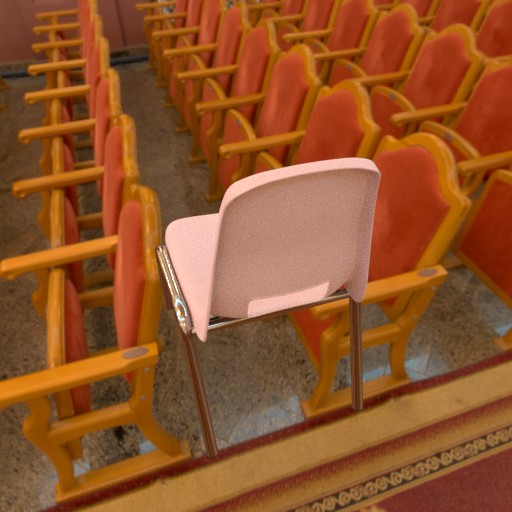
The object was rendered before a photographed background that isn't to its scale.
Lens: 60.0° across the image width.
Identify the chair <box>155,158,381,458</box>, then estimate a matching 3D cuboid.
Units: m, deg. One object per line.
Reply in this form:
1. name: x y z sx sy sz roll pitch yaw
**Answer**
1. chair: 0.000 0.000 0.833 0.354 0.586 0.423 -12 42 -14
